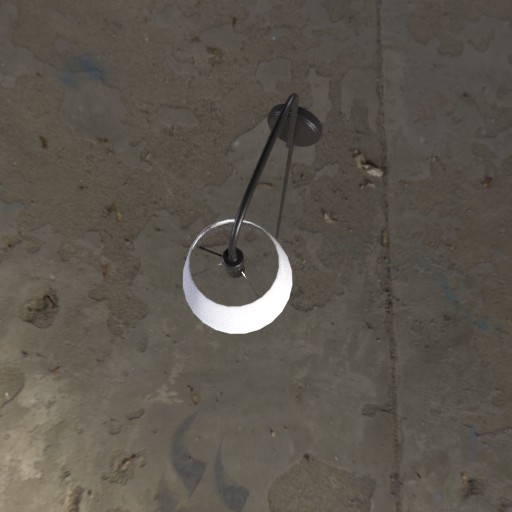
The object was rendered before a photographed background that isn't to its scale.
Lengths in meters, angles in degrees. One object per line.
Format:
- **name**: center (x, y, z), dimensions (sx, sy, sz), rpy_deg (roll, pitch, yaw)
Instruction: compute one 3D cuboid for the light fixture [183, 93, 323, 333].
- **light fixture**: center (0.000, 0.000, 0.458), dimensions (0.092, 0.399, 0.176), rpy_deg (21, 77, 5)
